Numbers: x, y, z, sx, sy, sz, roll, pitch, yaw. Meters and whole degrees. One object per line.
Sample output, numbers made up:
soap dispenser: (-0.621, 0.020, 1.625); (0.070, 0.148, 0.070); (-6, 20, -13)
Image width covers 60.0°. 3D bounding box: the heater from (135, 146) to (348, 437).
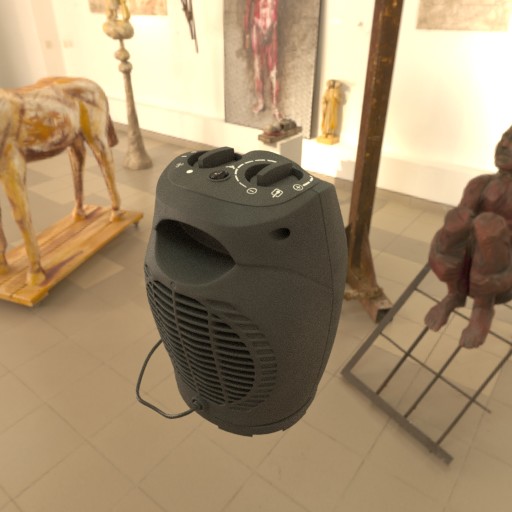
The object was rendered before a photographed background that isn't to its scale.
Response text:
heater: (0.000, 0.000, 0.476); (0.239, 0.255, 0.291); (21, 37, 31)
